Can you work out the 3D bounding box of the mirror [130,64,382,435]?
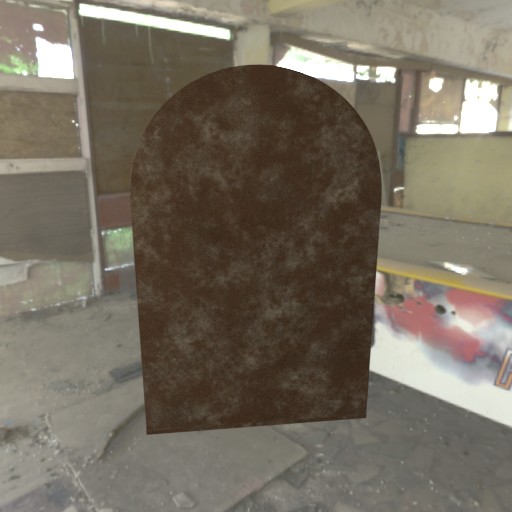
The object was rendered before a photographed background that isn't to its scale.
[{"bbox_3d":[0.000,0.000,0.985,0.510,0.770,0.137,-2,15,-7],"label":"mirror"}]
